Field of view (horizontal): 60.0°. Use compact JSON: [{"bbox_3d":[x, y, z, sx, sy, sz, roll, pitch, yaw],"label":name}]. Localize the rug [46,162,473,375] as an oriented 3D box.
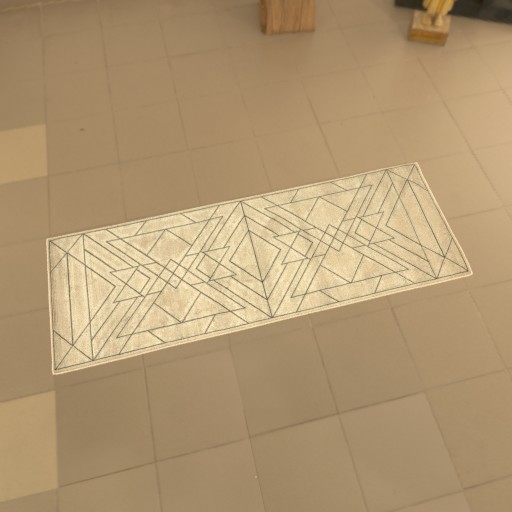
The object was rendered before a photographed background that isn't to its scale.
[{"bbox_3d":[0.000,0.000,2.598,2.381,0.036,0.831,-13,64,-6],"label":"rug"}]
